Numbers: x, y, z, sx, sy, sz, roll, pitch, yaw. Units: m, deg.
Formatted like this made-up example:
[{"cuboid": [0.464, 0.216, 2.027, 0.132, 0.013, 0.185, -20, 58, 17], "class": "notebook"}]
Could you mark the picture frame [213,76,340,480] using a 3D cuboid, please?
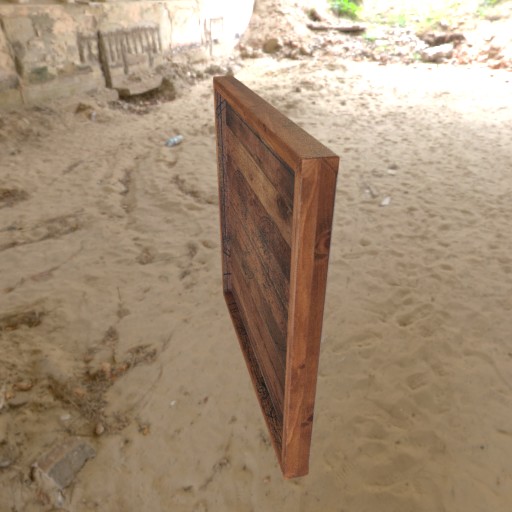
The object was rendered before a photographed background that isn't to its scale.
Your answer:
[{"cuboid": [0.000, 0.000, 0.535, 0.028, 0.356, 0.352, -7, 31, -12], "class": "picture frame"}]
